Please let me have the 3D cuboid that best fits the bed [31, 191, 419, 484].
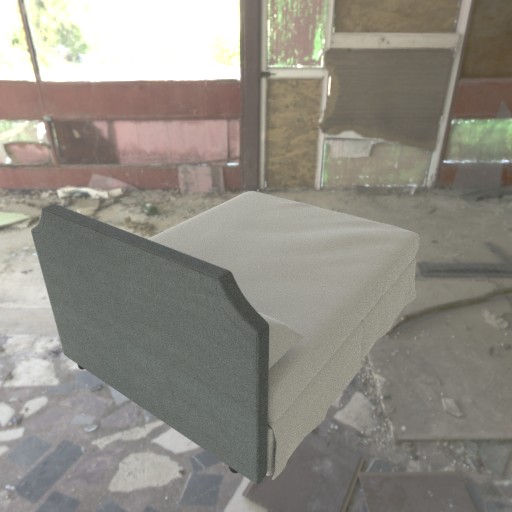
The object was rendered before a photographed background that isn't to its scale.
[{"bbox_3d":[0.000,0.000,3.478,1.977,1.306,2.464,19,34,31],"label":"bed"}]
